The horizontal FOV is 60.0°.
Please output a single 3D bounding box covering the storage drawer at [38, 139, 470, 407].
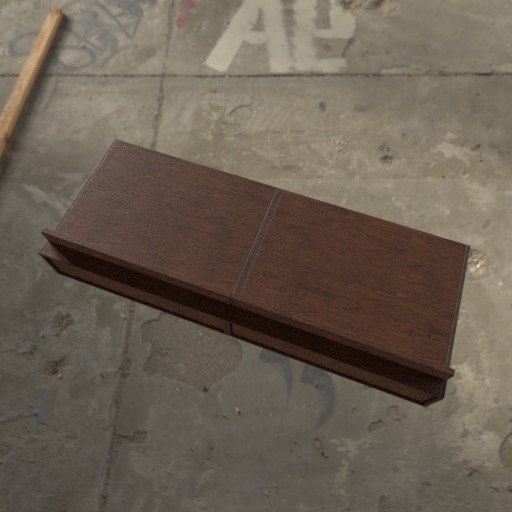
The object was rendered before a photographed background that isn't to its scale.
[{"bbox_3d":[0.000,0.000,2.192,1.914,0.339,0.774,18,64,9],"label":"storage drawer"}]
